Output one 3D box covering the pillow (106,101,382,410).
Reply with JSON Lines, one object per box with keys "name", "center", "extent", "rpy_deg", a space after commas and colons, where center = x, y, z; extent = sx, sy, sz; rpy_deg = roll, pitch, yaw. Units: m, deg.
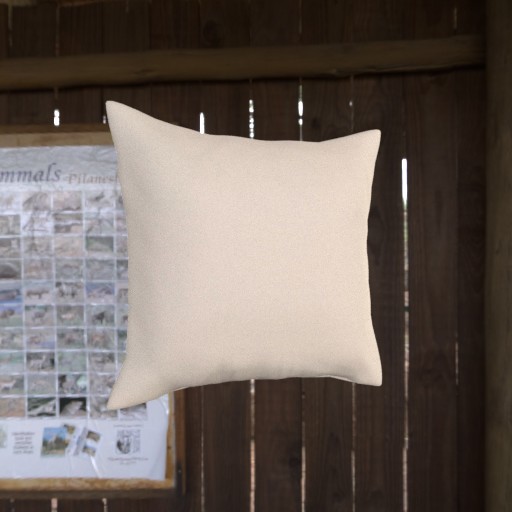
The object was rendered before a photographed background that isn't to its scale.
{"name": "pillow", "center": [0.000, 0.000, 0.780], "extent": [0.504, 0.494, 0.188], "rpy_deg": [0, -1, -17]}
